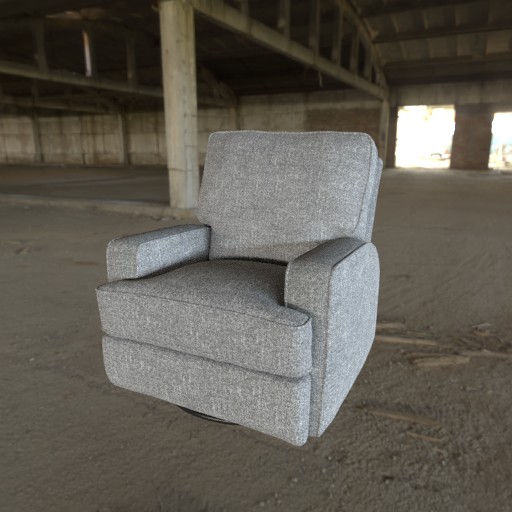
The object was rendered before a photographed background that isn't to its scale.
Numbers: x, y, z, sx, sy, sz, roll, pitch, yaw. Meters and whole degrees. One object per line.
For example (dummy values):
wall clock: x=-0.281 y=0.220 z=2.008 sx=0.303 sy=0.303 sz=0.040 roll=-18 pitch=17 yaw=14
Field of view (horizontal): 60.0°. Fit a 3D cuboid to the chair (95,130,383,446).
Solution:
chair: x=0.000 y=0.000 z=1.723 sx=0.861 sy=0.962 sz=0.964 roll=7 pitch=16 yaw=26
